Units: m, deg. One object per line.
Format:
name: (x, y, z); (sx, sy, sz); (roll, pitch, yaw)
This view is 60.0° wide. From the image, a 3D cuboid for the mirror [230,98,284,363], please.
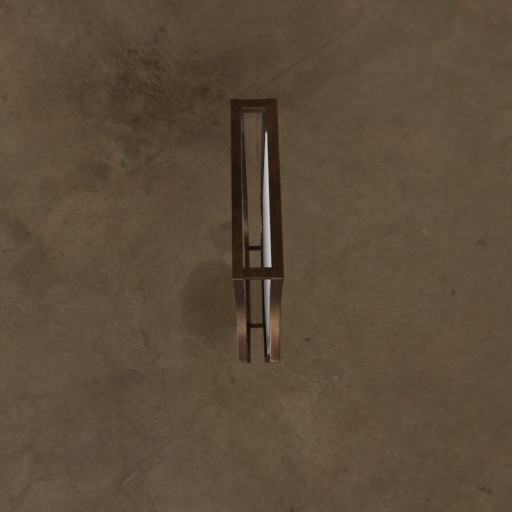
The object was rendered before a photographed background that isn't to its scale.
mirror: (0.000, 0.000, 0.984); (0.066, 0.811, 0.462); (-1, 76, 0)
